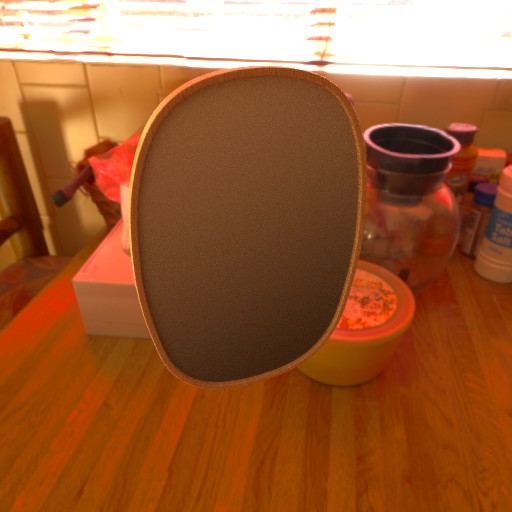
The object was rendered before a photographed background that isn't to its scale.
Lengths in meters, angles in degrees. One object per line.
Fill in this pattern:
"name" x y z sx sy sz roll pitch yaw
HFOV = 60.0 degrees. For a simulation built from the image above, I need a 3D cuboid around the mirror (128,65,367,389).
"mirror" 0.000 0.000 1.348 0.724 1.075 0.037 -11 34 -17
